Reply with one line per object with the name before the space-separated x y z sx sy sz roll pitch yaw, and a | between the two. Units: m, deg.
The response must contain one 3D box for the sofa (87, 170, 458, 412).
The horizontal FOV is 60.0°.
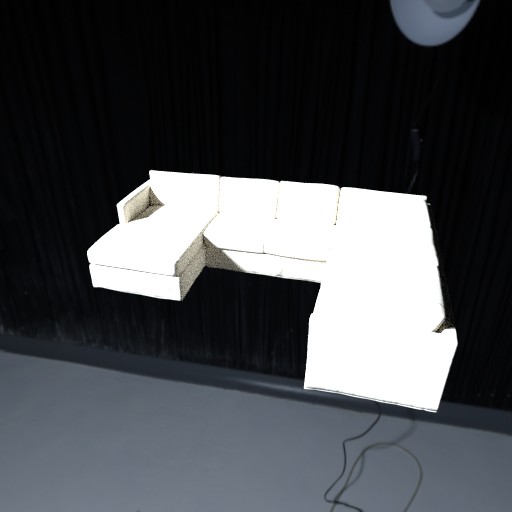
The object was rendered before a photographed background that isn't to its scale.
sofa | 0.000 0.000 4.484 3.464 0.882 2.448 7 31 12
